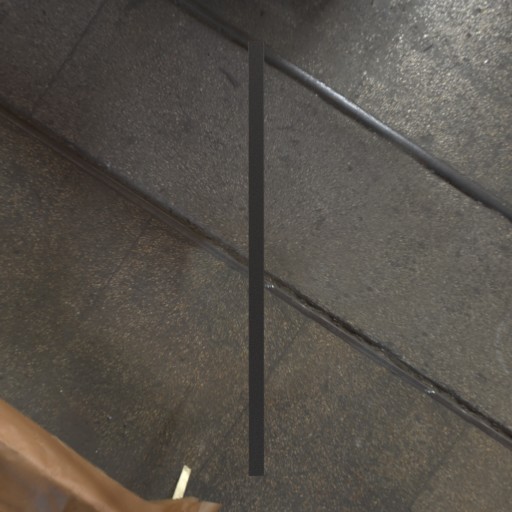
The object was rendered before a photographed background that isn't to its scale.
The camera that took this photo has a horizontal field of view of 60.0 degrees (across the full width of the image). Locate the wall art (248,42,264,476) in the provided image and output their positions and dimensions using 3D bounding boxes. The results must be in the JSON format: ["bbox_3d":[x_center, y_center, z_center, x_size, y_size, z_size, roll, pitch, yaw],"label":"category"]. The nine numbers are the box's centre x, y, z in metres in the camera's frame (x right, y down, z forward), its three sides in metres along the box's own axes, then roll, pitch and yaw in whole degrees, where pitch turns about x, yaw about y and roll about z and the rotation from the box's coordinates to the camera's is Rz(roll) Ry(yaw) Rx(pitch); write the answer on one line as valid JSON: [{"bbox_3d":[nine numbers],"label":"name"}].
[{"bbox_3d":[0.000,0.000,1.202,0.028,0.863,0.755,0,91,0],"label":"wall art"}]
